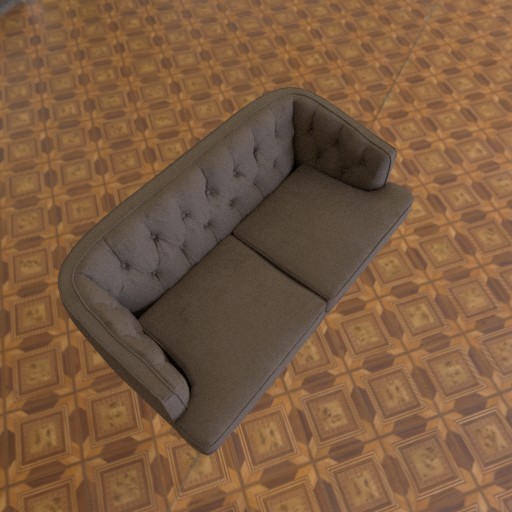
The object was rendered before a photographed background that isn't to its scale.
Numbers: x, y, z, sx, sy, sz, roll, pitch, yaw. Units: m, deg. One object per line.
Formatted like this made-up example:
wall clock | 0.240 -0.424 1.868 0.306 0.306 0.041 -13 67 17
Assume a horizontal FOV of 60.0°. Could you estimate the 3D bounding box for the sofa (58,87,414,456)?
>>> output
sofa | 0.000 0.000 2.290 0.941 0.855 1.733 35 64 20
